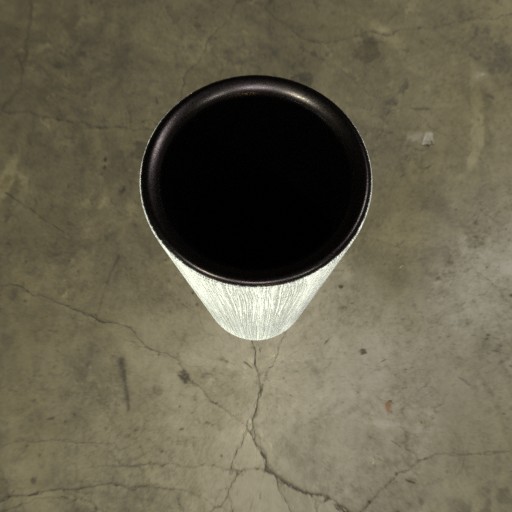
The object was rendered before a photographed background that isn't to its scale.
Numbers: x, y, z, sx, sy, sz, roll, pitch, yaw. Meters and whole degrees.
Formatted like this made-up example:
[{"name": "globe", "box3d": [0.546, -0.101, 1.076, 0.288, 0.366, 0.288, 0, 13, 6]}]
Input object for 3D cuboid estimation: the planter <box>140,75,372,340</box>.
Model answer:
[{"name": "planter", "box3d": [0.000, 0.000, 0.318, 0.100, 0.270, 0.100, 1, 75, 0]}]
